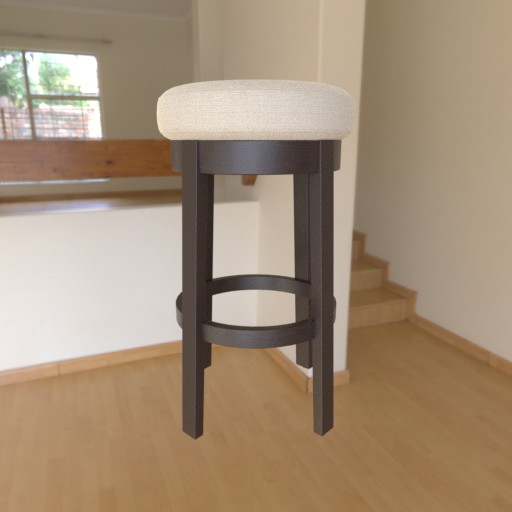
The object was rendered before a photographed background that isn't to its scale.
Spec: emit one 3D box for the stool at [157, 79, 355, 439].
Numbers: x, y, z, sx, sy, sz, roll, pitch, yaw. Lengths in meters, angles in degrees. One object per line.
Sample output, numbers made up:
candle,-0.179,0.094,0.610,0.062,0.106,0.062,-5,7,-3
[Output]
stool,0.000,0.000,1.059,0.446,0.758,0.446,0,15,0
